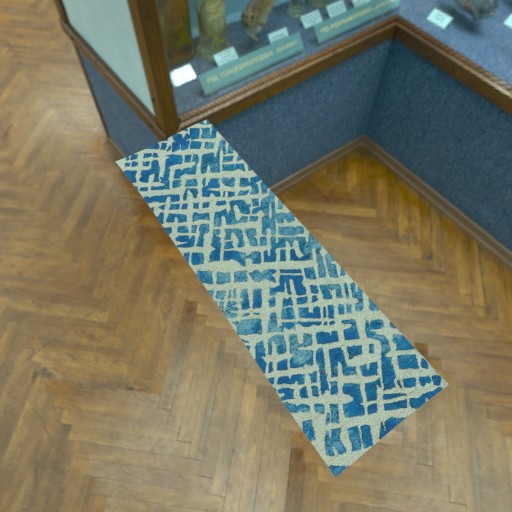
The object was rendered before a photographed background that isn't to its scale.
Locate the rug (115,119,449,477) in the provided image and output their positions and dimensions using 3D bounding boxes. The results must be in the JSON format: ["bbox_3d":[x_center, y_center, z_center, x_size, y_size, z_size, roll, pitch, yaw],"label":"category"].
[{"bbox_3d":[0.000,0.000,2.734,0.768,0.011,2.446,-30,63,-17],"label":"rug"}]
